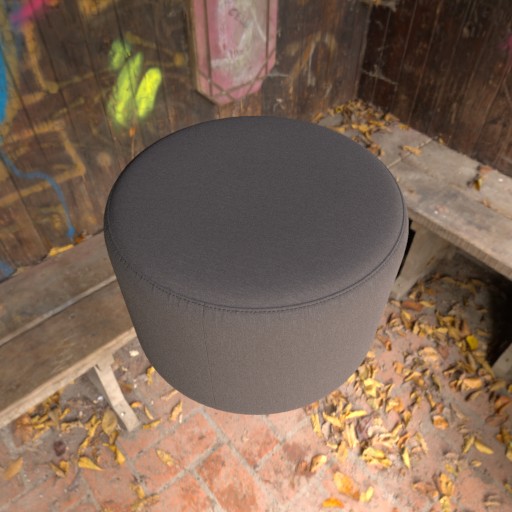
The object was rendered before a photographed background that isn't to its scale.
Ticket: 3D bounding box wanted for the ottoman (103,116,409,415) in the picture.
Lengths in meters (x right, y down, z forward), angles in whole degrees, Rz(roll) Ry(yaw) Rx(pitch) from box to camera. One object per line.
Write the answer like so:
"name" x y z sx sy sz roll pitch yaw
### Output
"ottoman" 0.000 0.000 1.016 0.608 0.433 0.608 0 47 0
